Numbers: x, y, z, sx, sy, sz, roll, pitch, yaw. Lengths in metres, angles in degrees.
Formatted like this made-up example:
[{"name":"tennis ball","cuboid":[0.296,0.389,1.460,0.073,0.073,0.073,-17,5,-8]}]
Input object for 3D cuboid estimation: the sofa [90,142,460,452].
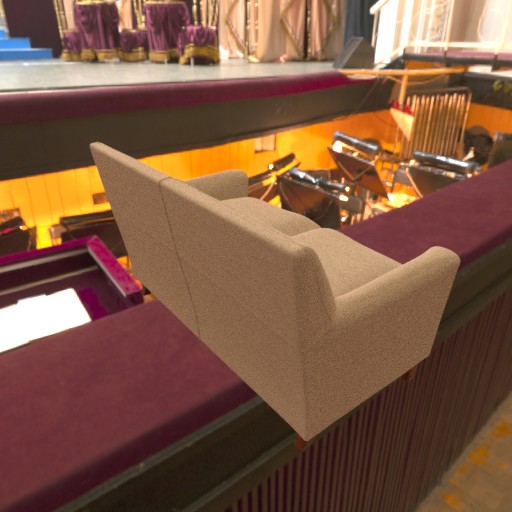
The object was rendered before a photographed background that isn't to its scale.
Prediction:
[{"name":"sofa","cuboid":[0.000,0.000,2.023,0.891,0.892,1.482,-19,32,-33]}]
